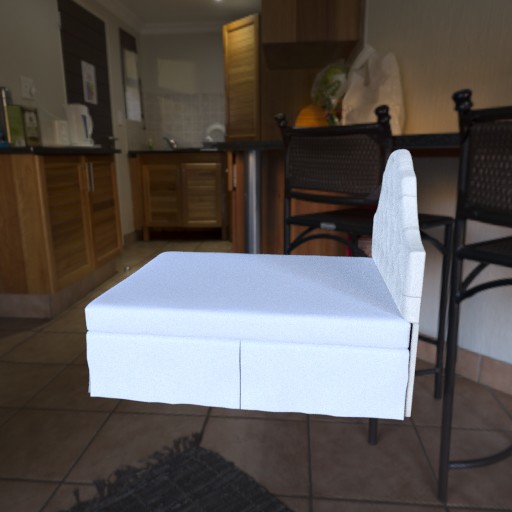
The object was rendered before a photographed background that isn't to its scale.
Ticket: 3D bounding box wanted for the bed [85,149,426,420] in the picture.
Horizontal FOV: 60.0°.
[{"bbox_3d":[0.000,0.000,3.363,2.092,1.575,1.627,2,14,7],"label":"bed"}]
